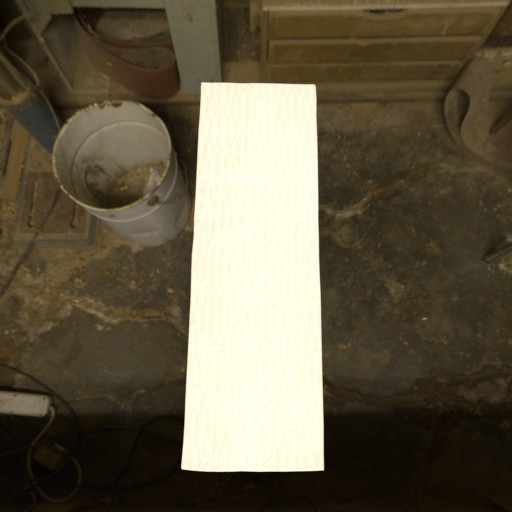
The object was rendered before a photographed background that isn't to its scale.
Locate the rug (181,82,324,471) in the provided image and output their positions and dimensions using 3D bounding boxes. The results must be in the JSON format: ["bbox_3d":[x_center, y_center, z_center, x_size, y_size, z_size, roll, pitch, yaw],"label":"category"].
[{"bbox_3d":[0.000,0.000,2.739,0.793,0.014,2.450,1,76,0],"label":"rug"}]
